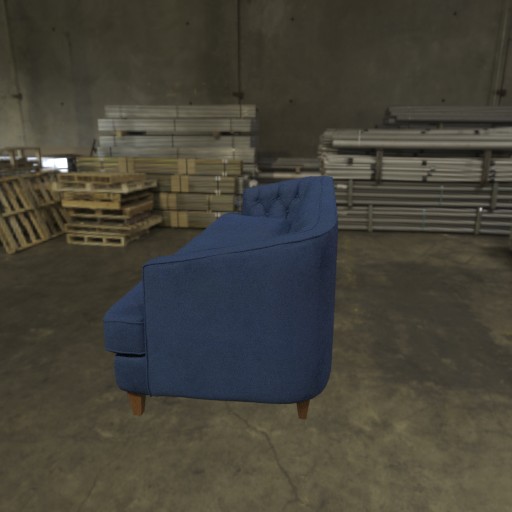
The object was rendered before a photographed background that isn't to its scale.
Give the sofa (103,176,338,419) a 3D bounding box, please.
[{"bbox_3d":[0.000,0.000,2.760,0.941,0.855,2.278,2,16,8],"label":"sofa"}]
